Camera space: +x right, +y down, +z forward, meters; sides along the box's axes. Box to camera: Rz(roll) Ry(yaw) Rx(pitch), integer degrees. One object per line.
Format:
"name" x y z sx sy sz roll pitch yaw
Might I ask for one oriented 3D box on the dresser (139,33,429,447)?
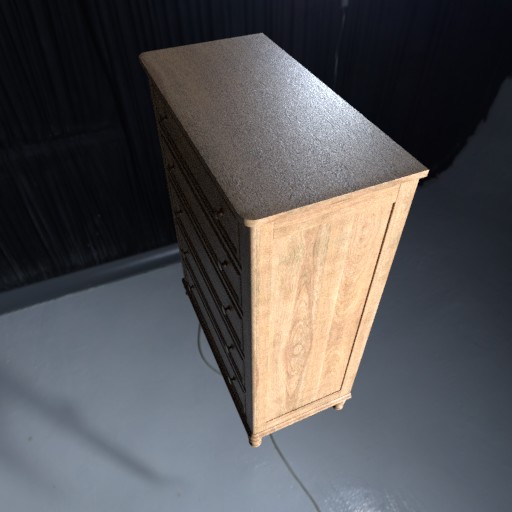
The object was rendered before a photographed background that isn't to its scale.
"dresser" 0.000 0.000 1.782 0.484 1.318 0.973 -18 49 -16
